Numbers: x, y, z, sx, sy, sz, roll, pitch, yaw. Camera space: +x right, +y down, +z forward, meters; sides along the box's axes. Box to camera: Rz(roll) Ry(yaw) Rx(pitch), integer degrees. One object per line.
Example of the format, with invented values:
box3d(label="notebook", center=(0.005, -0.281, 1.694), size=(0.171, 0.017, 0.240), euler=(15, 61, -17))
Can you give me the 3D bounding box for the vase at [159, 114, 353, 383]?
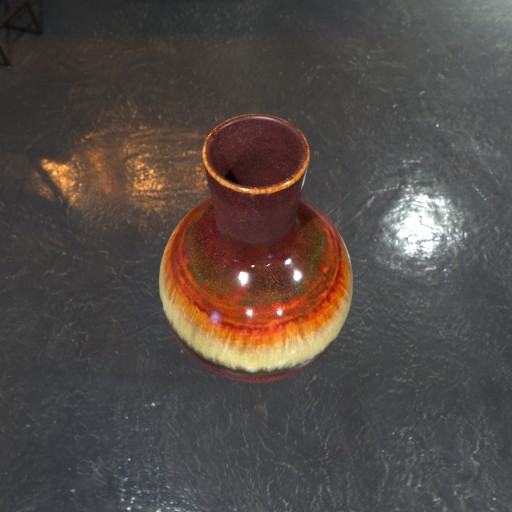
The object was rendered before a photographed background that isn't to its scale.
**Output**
box3d(label="vase", center=(0.000, 0.000, 0.234), size=(0.111, 0.154, 0.111), euler=(0, 58, 0))
